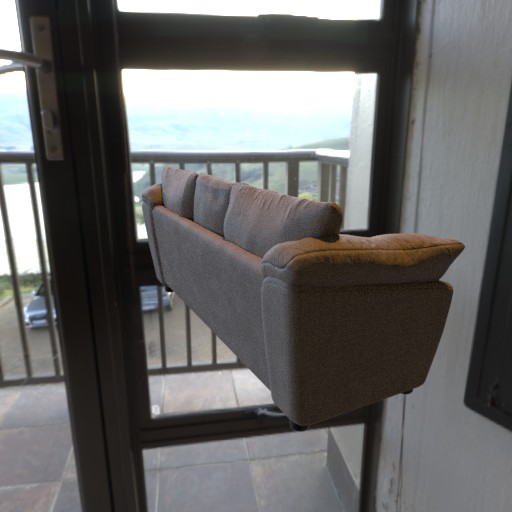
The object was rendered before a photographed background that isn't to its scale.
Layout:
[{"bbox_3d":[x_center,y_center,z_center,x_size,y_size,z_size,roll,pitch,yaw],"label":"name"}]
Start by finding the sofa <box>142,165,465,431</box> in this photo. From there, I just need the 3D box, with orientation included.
[{"bbox_3d":[0.000,0.000,2.759,0.878,0.996,2.334,-8,18,-26],"label":"sofa"}]
